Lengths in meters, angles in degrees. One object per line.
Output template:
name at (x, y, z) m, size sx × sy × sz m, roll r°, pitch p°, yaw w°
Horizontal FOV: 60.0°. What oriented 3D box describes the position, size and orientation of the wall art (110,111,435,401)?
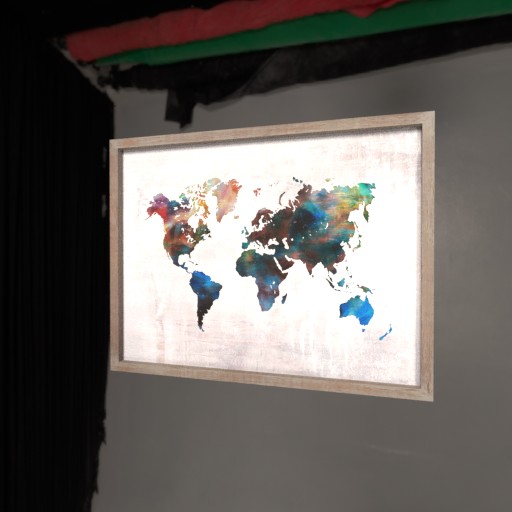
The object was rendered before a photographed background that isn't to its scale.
wall art at (0.000, 0.000, 1.772) m, size 1.320 × 1.009 × 0.070 m, roll 0°, pitch 1°, yaw 18°
